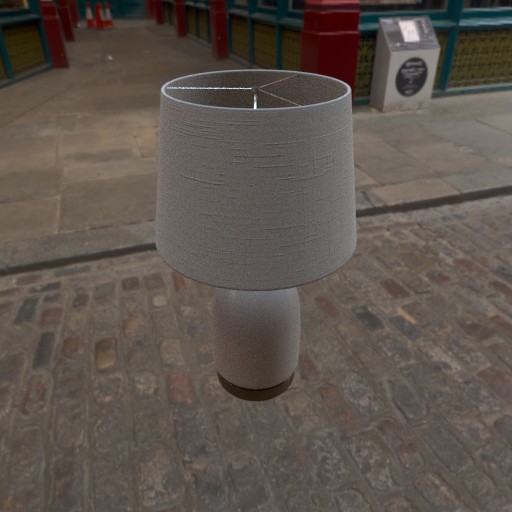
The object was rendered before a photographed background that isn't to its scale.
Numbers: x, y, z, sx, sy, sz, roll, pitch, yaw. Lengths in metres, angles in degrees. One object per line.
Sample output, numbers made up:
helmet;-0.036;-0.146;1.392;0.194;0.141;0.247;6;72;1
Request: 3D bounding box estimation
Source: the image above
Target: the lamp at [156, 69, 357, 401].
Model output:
lamp;0.000;0.000;0.662;0.285;0.483;0.285;0;32;0
